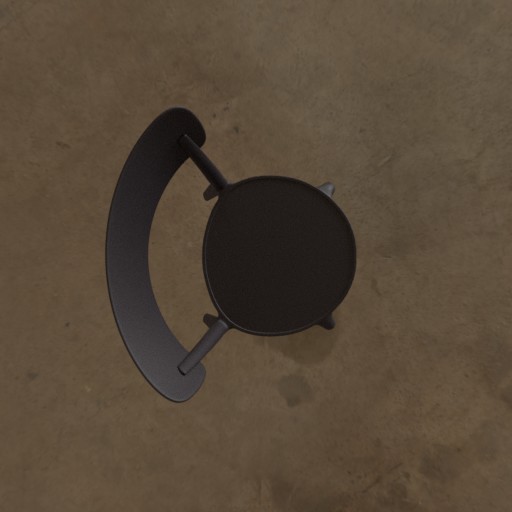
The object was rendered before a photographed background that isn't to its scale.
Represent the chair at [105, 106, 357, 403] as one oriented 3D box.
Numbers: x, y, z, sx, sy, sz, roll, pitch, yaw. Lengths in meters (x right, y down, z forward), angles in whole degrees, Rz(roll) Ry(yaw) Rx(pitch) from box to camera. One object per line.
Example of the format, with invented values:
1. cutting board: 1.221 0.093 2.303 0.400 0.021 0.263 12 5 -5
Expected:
1. chair: 0.000 0.000 1.130 0.491 0.790 0.506 0 89 1
